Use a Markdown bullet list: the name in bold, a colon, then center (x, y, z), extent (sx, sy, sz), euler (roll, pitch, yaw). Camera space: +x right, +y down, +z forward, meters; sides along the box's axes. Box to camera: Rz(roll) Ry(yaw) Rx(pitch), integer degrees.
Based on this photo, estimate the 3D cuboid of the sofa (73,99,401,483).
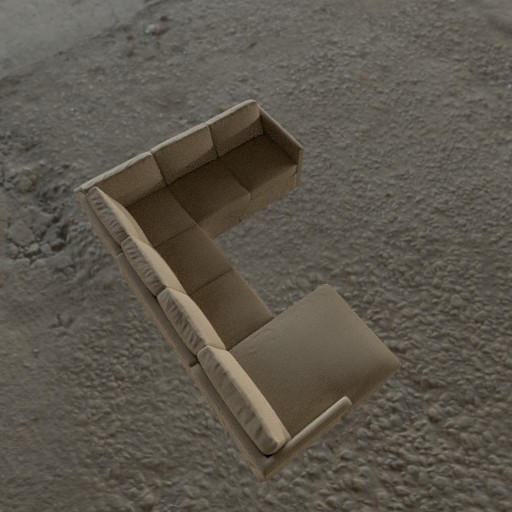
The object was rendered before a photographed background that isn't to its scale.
- **sofa**: center (0.000, 0.000, 4.670), extent (2.476, 0.878, 3.528), euler (-32, 65, -17)
